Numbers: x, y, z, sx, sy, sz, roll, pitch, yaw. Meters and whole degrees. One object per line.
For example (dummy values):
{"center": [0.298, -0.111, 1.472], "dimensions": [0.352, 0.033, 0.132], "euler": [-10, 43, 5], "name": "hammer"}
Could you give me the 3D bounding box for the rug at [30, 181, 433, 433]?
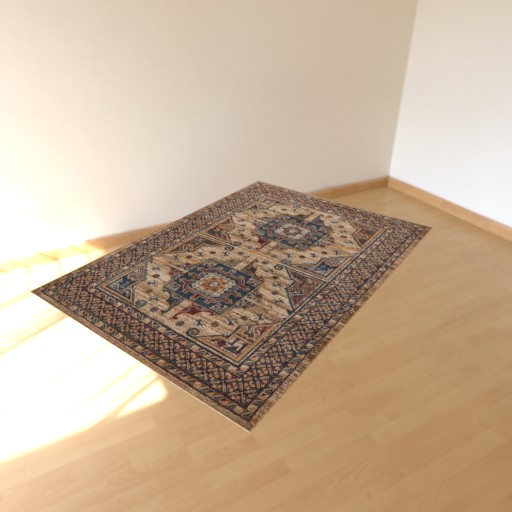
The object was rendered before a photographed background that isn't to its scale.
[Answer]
{"center": [0.000, 0.000, 2.925], "dimensions": [1.611, 0.008, 2.227], "euler": [21, 36, 31], "name": "rug"}
